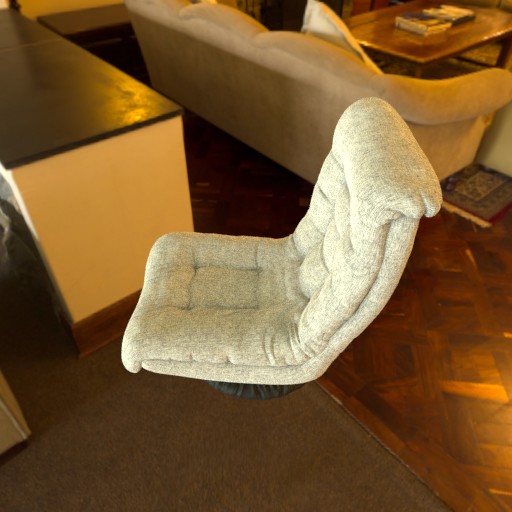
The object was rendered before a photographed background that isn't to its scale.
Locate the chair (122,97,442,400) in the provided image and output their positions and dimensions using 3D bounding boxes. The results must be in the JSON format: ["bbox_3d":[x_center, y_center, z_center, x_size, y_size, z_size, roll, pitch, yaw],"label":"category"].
[{"bbox_3d":[0.000,0.000,0.976,0.583,0.600,0.400,1,41,1],"label":"chair"}]
